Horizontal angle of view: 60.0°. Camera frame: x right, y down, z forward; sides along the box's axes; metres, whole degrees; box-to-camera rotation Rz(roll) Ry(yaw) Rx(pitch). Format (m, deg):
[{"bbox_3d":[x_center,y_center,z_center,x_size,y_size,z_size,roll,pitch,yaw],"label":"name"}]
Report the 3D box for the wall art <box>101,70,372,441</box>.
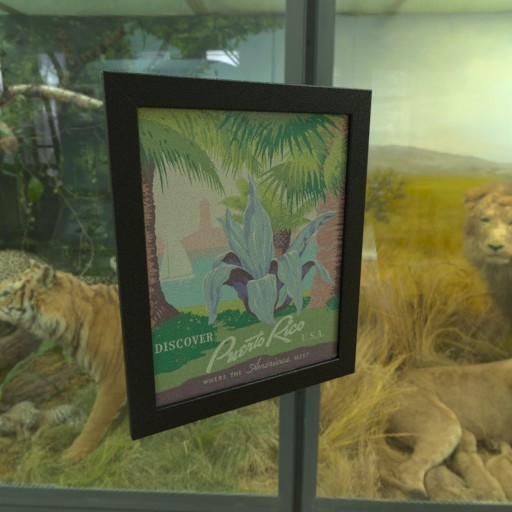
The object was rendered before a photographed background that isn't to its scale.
[{"bbox_3d":[0.000,0.000,0.790,0.481,0.582,0.018,-8,16,-27],"label":"wall art"}]
